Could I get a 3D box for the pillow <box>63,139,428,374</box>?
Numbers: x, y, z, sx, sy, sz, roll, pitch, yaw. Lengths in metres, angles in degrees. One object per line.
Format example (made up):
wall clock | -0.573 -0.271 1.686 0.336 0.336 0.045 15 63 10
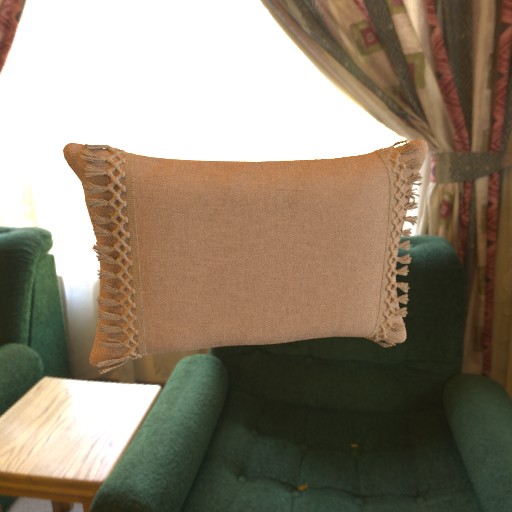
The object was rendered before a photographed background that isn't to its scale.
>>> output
pillow | 0.000 0.000 0.600 0.466 0.305 0.084 -2 17 -8
